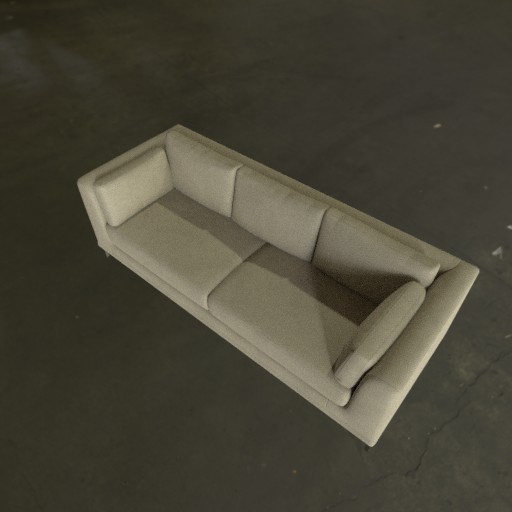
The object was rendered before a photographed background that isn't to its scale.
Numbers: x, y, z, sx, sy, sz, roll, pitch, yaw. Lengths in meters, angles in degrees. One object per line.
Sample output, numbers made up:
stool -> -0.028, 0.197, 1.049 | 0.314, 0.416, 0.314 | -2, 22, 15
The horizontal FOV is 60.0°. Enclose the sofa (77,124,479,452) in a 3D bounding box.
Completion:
sofa -> 0.000, 0.000, 2.941 | 2.415, 0.867, 0.969 | 31, 54, 26
